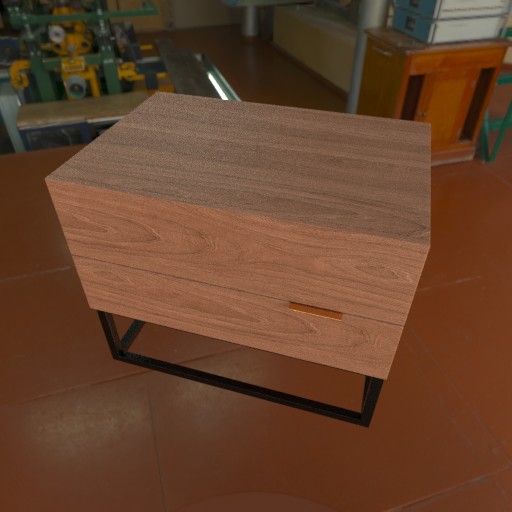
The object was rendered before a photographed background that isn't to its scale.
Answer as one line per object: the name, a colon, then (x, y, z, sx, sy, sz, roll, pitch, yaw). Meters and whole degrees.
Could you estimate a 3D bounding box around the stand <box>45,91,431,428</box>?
stand: (0.000, 0.000, 0.957, 0.600, 0.500, 0.420, 11, 42, 13)
